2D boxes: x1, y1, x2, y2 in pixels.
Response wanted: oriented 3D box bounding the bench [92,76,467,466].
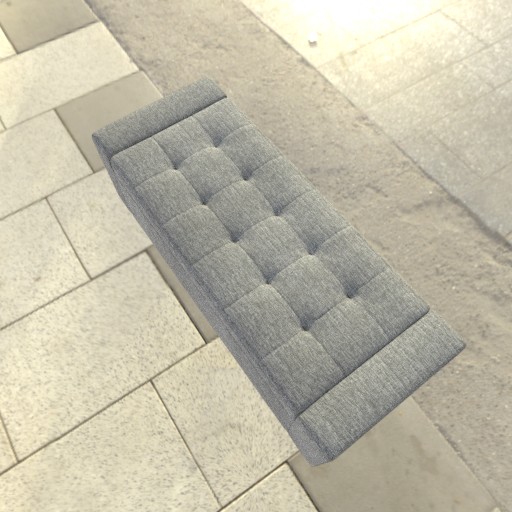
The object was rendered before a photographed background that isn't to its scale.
[{"bbox_3d":[0.000,0.000,1.559,0.508,0.445,1.296,-33,67,-16],"label":"bench"}]
